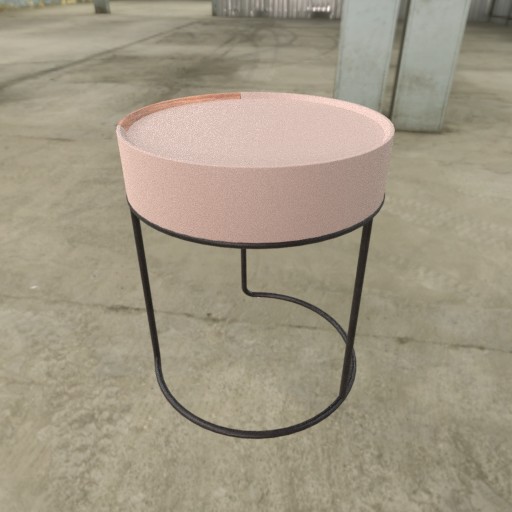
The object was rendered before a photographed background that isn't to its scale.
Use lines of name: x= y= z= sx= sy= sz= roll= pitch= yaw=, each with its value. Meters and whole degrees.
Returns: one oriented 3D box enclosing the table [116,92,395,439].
table: x=0.000 y=0.000 z=0.875 sx=0.450 sy=0.530 sz=0.450 roll=0 pitch=32 yaw=0
